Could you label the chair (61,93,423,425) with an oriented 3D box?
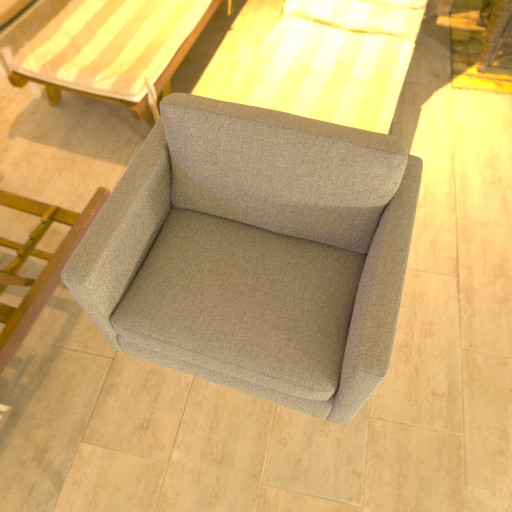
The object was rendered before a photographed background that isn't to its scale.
[{"bbox_3d":[0.000,0.000,1.813,1.107,0.961,0.959,15,59,9],"label":"chair"}]
